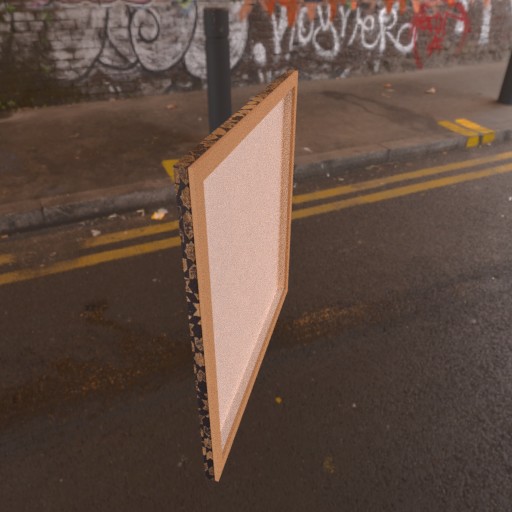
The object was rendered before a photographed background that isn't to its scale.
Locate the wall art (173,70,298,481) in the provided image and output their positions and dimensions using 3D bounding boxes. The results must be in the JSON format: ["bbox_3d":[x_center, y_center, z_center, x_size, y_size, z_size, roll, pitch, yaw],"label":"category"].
[{"bbox_3d":[0.000,0.000,1.354,0.038,0.914,0.914,8,33,13],"label":"wall art"}]
